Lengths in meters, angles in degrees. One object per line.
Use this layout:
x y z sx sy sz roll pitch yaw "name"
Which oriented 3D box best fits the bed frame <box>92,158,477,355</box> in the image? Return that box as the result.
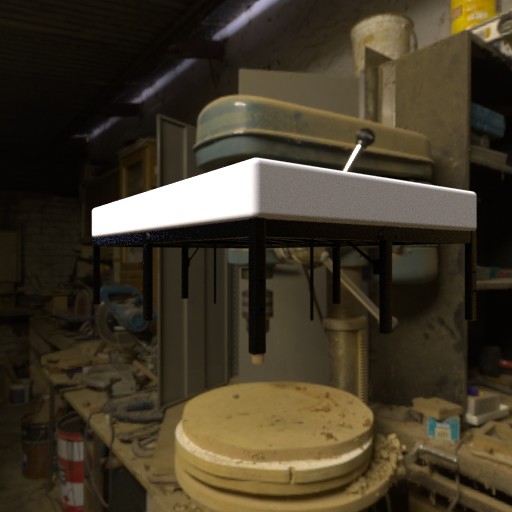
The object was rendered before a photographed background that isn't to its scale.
0.000 0.000 2.660 1.408 0.659 1.956 0 0 -35 "bed frame"
